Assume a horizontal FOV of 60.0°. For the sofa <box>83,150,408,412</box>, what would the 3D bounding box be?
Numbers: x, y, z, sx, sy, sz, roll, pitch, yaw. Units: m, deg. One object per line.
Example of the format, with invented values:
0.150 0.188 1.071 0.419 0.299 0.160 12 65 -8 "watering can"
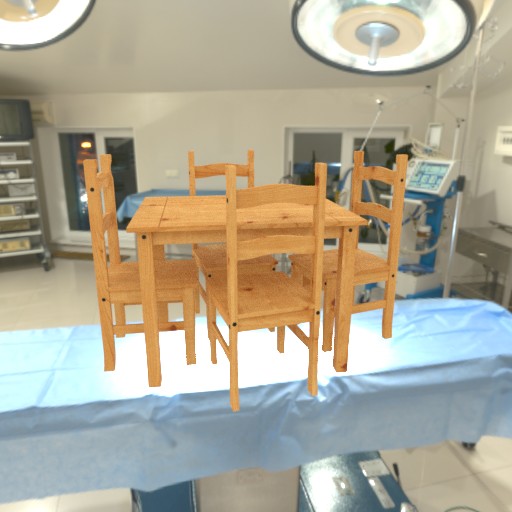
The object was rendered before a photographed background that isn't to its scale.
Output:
0.000 0.000 2.263 1.529 1.000 1.144 -2 16 -8 "sofa"
